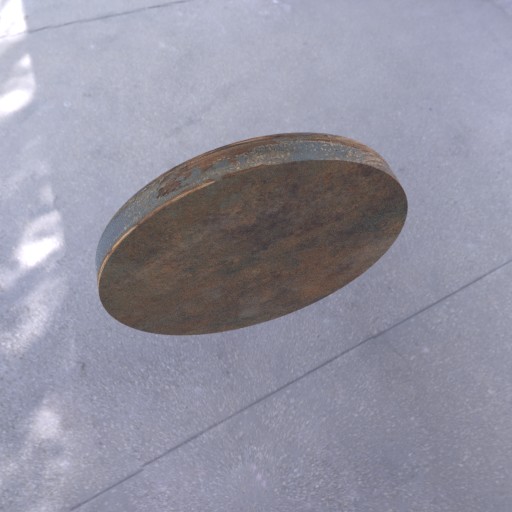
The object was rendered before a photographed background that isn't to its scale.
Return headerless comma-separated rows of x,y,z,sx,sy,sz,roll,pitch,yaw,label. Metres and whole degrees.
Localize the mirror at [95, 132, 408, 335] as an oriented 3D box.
0.000,0.000,0.857,0.585,0.585,0.061,-15,62,-8,mirror
